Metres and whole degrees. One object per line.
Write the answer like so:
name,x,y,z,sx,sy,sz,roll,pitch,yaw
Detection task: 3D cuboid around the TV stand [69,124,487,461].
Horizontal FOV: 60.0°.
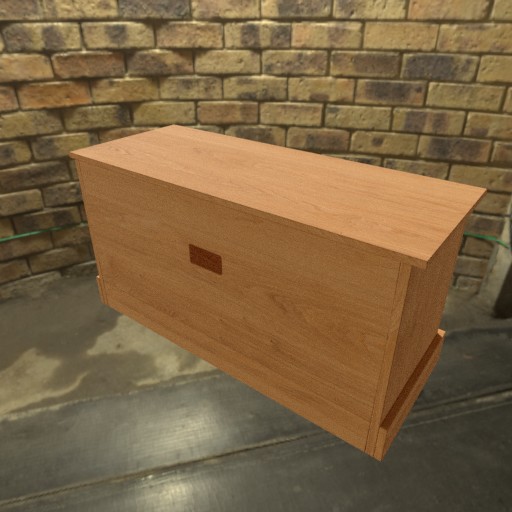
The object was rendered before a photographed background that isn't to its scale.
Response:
TV stand,0.000,0.000,1.341,1.080,0.550,0.440,21,36,31
